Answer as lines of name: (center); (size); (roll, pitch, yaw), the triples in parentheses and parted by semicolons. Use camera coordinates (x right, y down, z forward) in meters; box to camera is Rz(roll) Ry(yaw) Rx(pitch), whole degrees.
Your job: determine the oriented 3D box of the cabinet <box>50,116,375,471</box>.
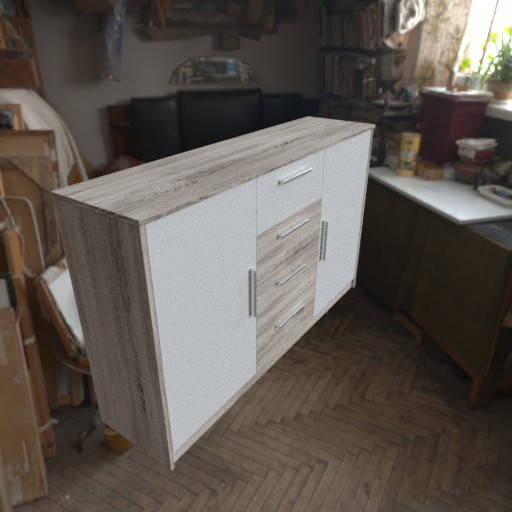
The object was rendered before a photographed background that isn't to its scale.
cabinet: (0.000, 0.000, 1.872); (0.380, 0.900, 1.450); (18, 32, 31)
